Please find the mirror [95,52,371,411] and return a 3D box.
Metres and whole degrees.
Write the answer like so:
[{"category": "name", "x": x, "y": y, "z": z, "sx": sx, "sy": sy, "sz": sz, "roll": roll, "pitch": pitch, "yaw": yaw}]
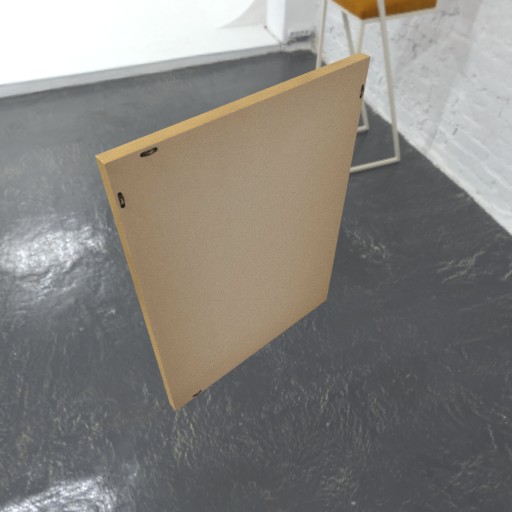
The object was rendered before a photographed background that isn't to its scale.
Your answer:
[{"category": "mirror", "x": 0.000, "y": 0.000, "z": 1.360, "sx": 0.762, "sy": 1.016, "sz": 0.041, "roll": -31, "pitch": 53, "yaw": -27}]
